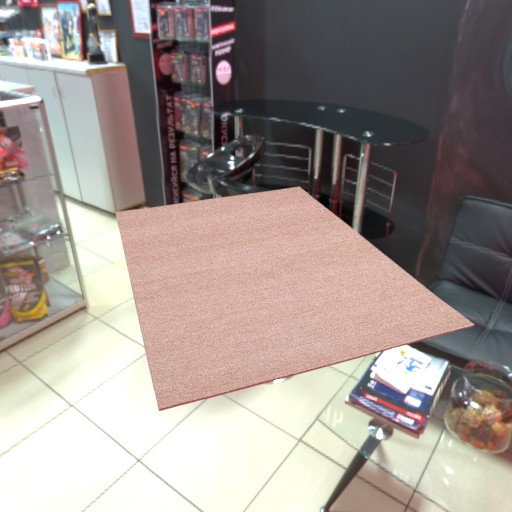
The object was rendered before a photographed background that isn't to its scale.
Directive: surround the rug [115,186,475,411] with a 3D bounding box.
[{"bbox_3d":[0.000,0.000,4.359,2.434,0.045,3.202,-10,31,-17],"label":"rug"}]
